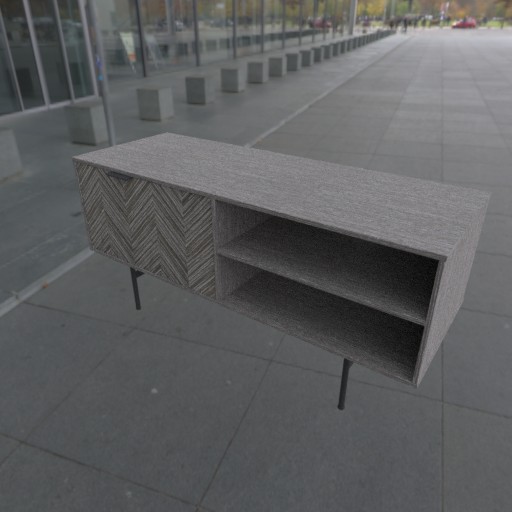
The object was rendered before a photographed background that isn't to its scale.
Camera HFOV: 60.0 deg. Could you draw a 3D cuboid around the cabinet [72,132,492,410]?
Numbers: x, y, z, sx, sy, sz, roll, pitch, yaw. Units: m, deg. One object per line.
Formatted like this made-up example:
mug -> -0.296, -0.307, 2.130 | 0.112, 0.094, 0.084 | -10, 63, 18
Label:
cabinet -> 0.000, 0.000, 1.561 | 1.300, 0.599, 0.500 | 19, 33, 31
